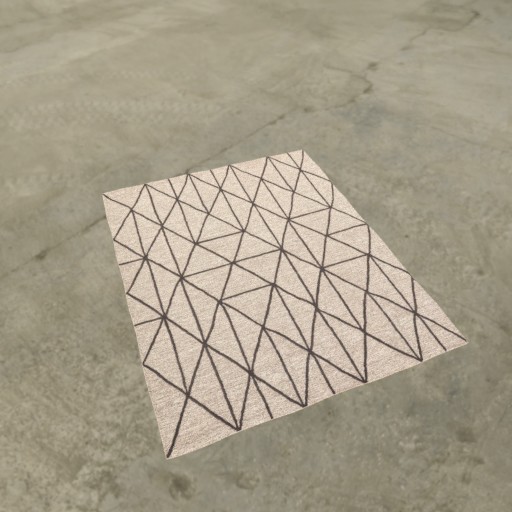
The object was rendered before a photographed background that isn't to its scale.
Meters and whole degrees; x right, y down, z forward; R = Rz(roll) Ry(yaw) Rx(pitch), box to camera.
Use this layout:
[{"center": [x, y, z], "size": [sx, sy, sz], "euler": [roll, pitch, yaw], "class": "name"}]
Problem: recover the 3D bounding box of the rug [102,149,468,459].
[{"center": [0.000, 0.000, 4.196], "size": [2.468, 0.022, 3.061], "euler": [-16, 47, -15], "class": "rug"}]
